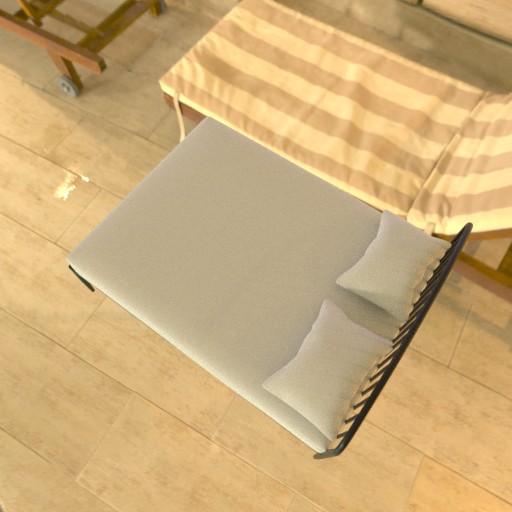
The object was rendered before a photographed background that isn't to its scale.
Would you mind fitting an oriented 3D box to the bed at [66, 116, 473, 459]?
[{"bbox_3d":[0.000,0.000,3.076,2.159,1.166,1.618,33,68,15],"label":"bed"}]
